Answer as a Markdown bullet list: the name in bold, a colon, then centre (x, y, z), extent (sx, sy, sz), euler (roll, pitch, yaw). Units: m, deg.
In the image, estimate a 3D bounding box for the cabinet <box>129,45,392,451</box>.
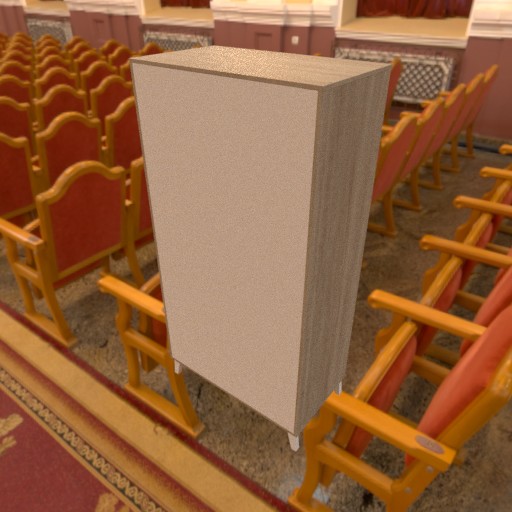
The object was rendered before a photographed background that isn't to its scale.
- **cabinet**: centre (0.000, 0.000, 2.458), extent (1.006, 1.999, 0.571), euler (22, 38, 31)
